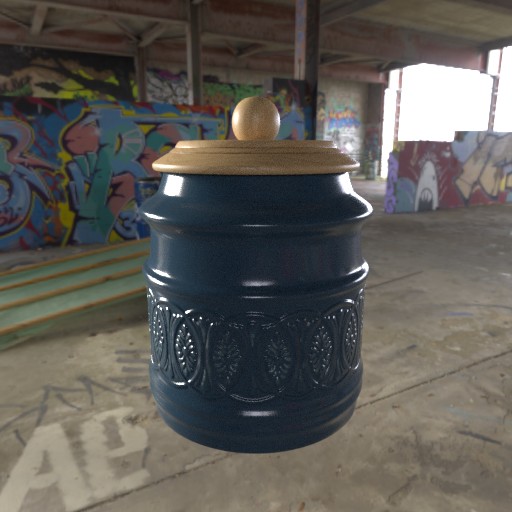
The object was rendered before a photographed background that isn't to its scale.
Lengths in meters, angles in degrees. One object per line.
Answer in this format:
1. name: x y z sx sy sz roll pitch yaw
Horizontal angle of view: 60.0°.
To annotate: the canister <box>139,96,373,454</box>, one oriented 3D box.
1. canister: 0.000 0.000 0.260 0.130 0.176 0.130 0 14 0
